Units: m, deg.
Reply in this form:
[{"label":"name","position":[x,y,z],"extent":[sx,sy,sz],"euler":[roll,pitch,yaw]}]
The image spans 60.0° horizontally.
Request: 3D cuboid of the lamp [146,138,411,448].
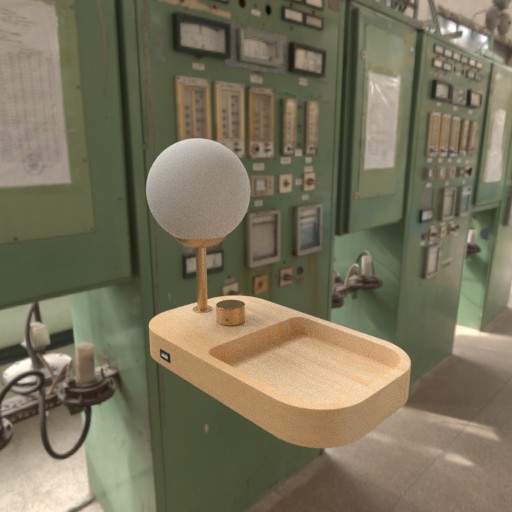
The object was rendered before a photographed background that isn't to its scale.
[{"label":"lamp","position":[0.000,0.000,0.485],"extent":[0.173,0.253,0.331],"euler":[-12,18,-42]}]
